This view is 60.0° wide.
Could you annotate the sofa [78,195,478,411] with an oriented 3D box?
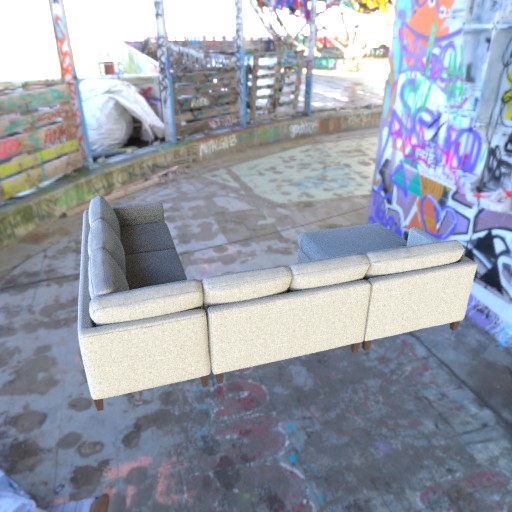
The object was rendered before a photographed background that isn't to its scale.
[{"bbox_3d":[0.000,0.000,4.728,3.460,0.959,2.593,-8,28,-16],"label":"sofa"}]
